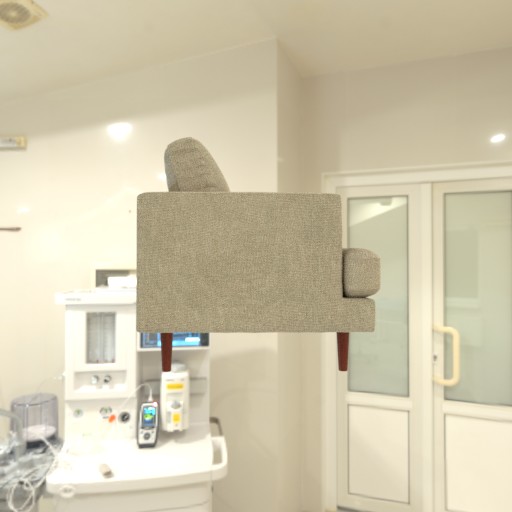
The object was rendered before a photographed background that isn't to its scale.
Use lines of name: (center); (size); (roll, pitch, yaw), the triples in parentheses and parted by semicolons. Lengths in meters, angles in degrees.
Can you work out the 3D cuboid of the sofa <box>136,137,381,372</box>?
sofa: (0.000, 0.000, 2.713); (0.903, 0.930, 2.246); (0, -1, -1)
